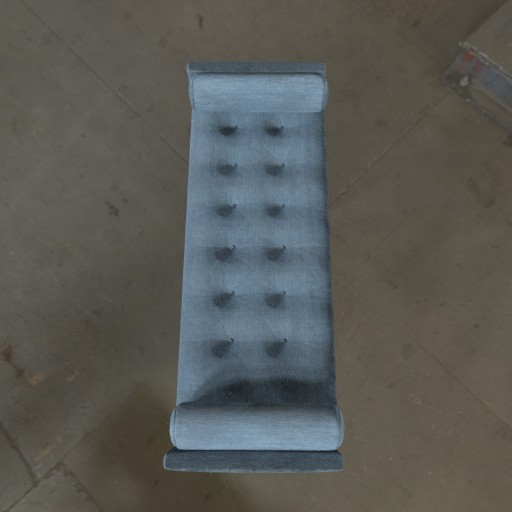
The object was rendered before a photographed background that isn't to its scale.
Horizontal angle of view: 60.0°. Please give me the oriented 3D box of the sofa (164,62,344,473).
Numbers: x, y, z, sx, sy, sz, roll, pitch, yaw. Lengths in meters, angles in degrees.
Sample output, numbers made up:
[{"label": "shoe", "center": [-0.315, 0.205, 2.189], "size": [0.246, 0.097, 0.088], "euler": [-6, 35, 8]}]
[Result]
[{"label": "sofa", "center": [0.000, 0.000, 2.454], "size": [0.796, 0.705, 2.102], "euler": [0, 74, 0]}]
